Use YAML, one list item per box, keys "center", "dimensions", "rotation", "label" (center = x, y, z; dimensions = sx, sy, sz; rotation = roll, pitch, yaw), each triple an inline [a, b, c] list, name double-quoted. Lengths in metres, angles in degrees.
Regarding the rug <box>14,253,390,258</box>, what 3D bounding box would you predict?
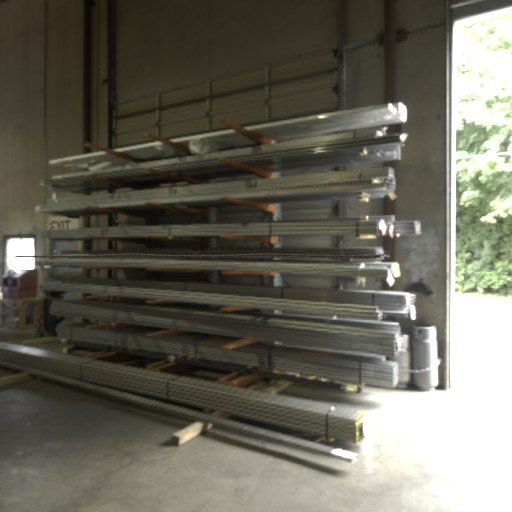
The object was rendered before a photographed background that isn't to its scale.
- center: [0.000, 0.000, 4.263]
  dimensions: [2.428, 0.027, 3.333]
  rotation: [0, 0, 18]
  label: "rug"
